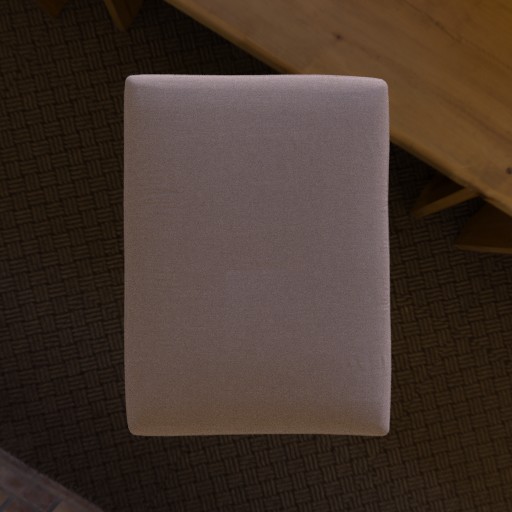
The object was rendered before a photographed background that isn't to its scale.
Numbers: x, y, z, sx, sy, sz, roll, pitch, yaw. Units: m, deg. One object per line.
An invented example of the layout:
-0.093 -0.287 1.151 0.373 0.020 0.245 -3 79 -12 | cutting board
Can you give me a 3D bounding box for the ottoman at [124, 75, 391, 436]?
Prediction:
0.000 0.000 1.130 0.569 0.500 0.771 0 90 -2 | ottoman
